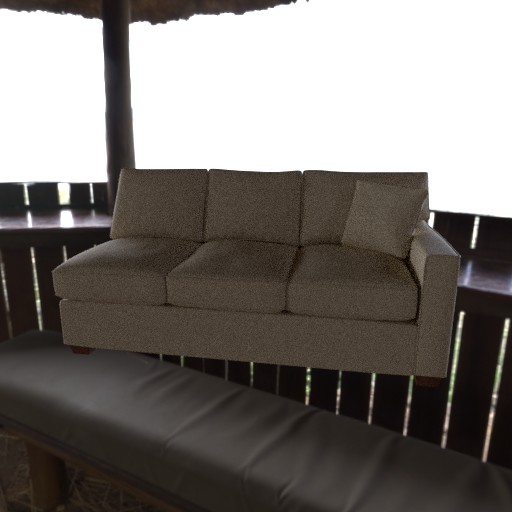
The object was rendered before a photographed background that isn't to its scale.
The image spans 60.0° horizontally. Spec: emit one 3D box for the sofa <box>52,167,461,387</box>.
[{"bbox_3d":[0.000,0.000,2.549,1.963,0.946,1.034,3,15,10],"label":"sofa"}]
